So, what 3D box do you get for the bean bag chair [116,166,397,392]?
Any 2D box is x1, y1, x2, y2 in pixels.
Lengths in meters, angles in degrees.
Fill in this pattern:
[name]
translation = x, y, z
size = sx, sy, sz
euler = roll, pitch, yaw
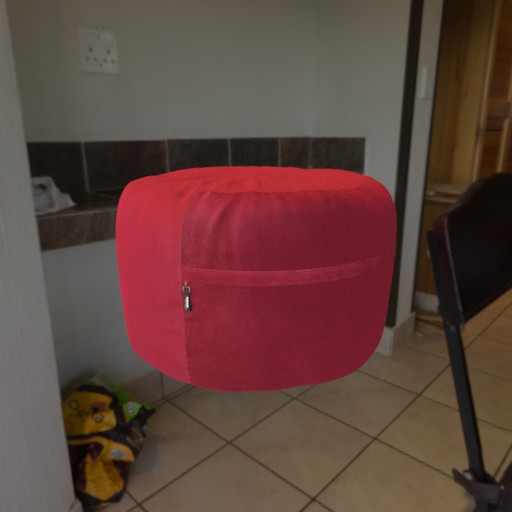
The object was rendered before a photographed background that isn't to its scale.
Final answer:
[bean bag chair]
translation = 0.000, 0.000, 2.034
size = 1.219, 0.762, 1.219
euler = 0, 16, 0
